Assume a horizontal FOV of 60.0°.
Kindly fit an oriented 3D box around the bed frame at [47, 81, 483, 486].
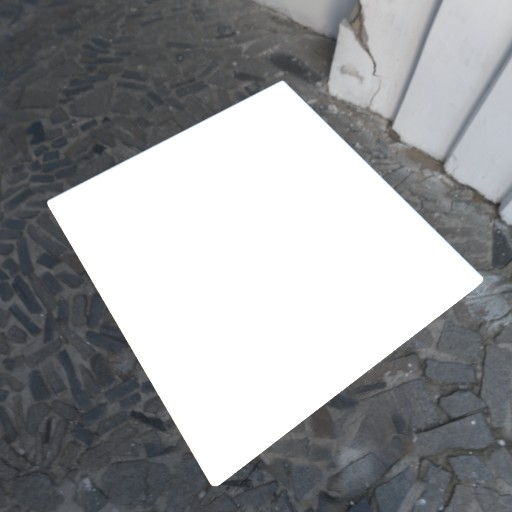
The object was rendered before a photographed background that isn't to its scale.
[{"bbox_3d":[0.000,0.000,2.999,1.935,0.525,2.033,-32,68,-15],"label":"bed frame"}]
